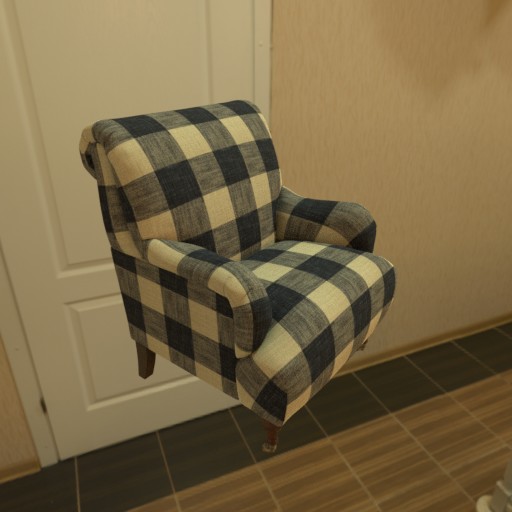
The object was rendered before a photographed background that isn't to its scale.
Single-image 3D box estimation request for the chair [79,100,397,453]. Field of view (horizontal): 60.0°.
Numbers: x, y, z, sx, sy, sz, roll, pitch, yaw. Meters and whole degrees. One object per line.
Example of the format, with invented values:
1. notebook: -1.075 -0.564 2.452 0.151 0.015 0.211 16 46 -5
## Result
1. chair: 0.000 0.000 1.579 0.848 0.953 0.781 19 31 33
